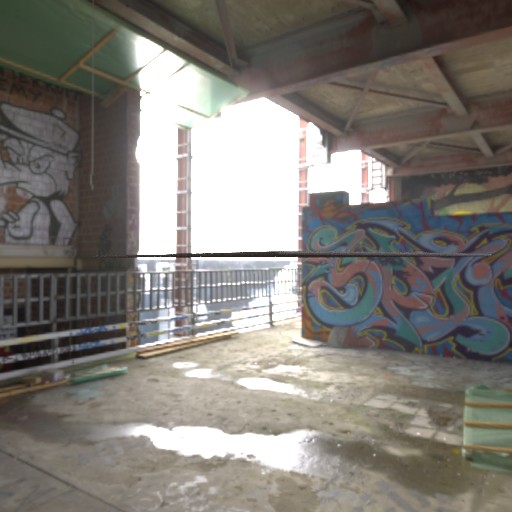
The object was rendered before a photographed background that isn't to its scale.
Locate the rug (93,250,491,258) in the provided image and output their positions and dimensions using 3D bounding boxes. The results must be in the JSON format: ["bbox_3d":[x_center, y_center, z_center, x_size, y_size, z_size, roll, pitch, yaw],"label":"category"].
[{"bbox_3d":[0.000,0.000,3.046,1.524,0.015,2.438,0,-1,-35],"label":"rug"}]
